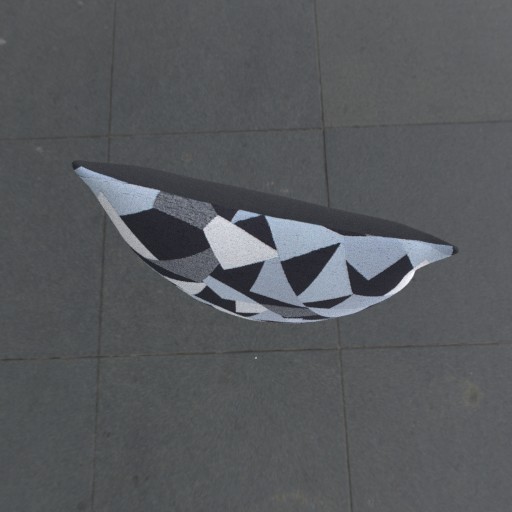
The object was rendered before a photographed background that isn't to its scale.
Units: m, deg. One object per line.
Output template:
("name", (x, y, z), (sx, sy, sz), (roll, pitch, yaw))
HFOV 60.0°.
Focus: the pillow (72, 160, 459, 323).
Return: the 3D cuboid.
("pillow", (0.000, 0.000, 0.777), (0.503, 0.496, 0.208), (13, 77, 3))
